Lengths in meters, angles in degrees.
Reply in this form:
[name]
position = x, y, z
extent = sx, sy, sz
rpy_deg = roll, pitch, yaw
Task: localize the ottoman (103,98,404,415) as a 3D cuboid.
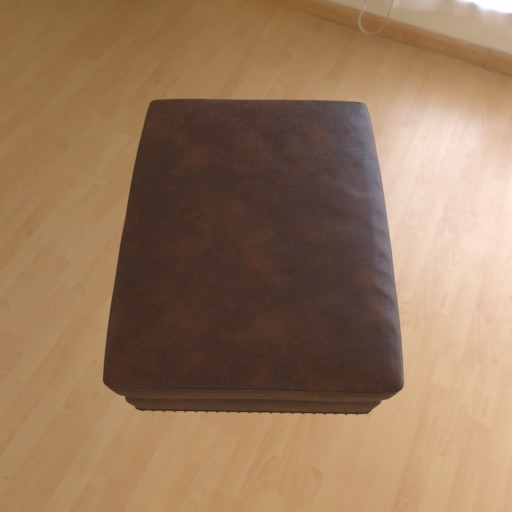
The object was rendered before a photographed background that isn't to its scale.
[ottoman]
position = 0.000, 0.000, 1.138
extent = 0.586, 0.486, 0.742
rpy_deg = 1, 63, 0
